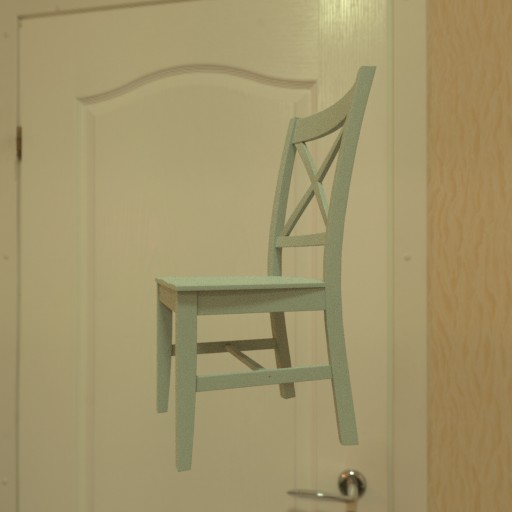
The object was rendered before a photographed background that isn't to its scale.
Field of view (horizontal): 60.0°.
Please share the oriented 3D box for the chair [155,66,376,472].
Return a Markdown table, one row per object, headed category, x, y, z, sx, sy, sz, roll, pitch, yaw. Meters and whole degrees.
| category | x | y | z | sx | sy | sz | roll | pitch | yaw |
| --- | --- | --- | --- | --- | --- | --- | --- | --- | --- |
| chair | 0.000 | 0.000 | 1.295 | 0.542 | 0.983 | 0.485 | 0 | 0 | -19 |
